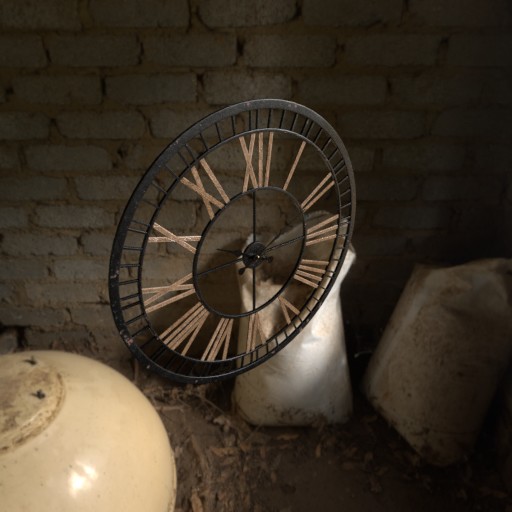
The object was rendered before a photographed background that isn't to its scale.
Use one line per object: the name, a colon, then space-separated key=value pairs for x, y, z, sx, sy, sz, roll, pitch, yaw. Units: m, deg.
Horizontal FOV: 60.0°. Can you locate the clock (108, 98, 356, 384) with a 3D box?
clock: x=0.000 y=0.000 z=1.253 sx=0.843 sy=0.843 sz=0.025 roll=-21 pitch=35 yaw=-33
